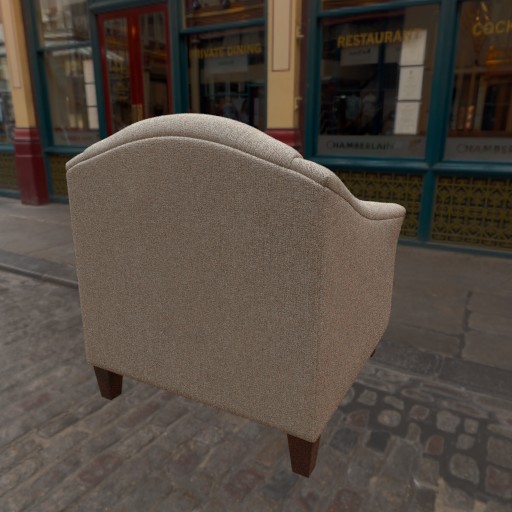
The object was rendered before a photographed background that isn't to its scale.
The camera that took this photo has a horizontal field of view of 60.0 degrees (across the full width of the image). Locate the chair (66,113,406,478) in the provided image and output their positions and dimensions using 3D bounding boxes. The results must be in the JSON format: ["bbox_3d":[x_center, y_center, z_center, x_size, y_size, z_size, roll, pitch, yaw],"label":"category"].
[{"bbox_3d":[0.000,0.000,1.413,0.763,0.839,0.787,8,17,28],"label":"chair"}]
